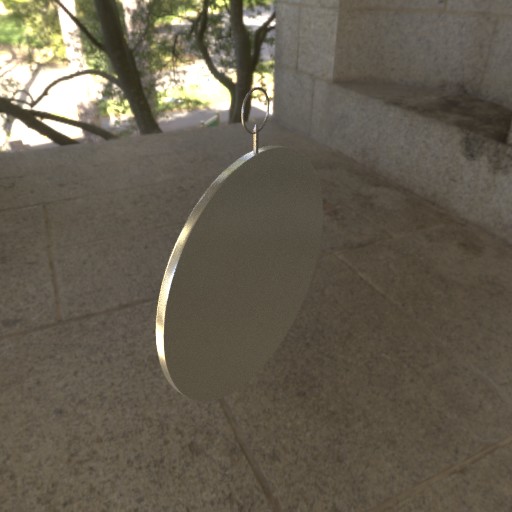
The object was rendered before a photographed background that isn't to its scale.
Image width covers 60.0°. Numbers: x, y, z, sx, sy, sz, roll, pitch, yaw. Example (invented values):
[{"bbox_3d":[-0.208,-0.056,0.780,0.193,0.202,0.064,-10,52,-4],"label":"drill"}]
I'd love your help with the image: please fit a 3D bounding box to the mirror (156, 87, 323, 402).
[{"bbox_3d":[0.000,0.000,0.981,0.020,0.713,0.594,21,38,30],"label":"mirror"}]
